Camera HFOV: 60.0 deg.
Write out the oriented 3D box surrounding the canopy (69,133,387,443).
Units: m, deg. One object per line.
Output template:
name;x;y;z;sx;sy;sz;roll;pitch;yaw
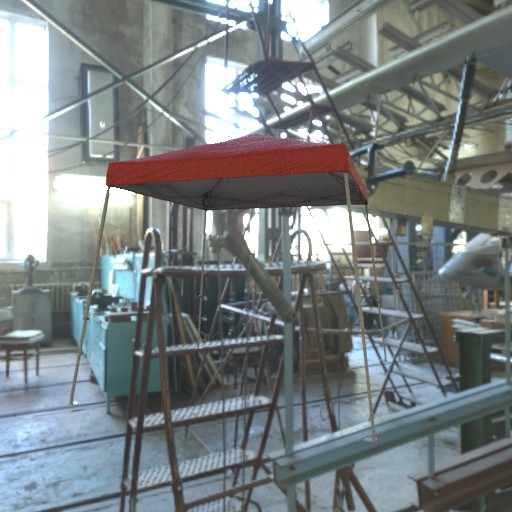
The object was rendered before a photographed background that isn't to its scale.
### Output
canopy;0.000;0.000;6.519;3.600;3.600;3.599;0;0;18
